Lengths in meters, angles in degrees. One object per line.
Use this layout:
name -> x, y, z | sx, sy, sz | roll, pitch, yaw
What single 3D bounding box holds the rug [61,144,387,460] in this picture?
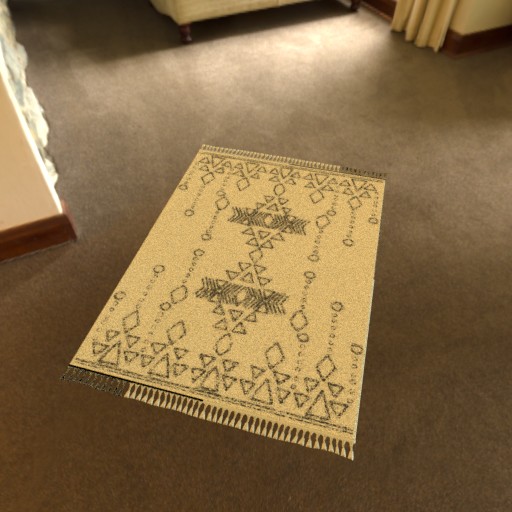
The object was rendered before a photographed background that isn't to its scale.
rug -> 0.000, 0.000, 3.029 | 1.600, 0.013, 2.312 | 11, 49, 10
